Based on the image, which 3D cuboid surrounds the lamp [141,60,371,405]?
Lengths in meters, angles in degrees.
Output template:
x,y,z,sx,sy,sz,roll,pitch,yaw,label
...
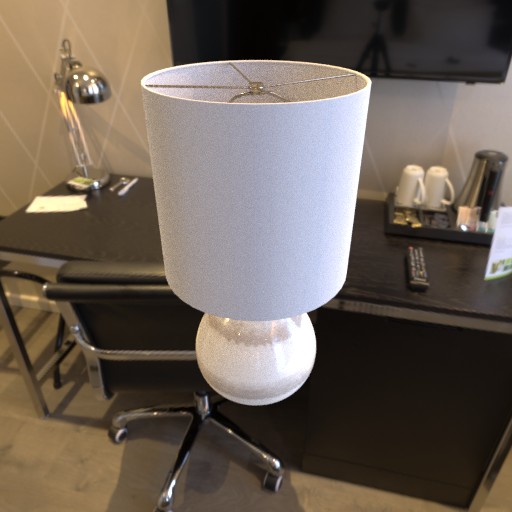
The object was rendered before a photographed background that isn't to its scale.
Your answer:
x,y,z,sx,sy,sz,roll,pitch,yaw,label
0.000,0.000,0.532,0.217,0.404,0.217,-9,33,-14,lamp
